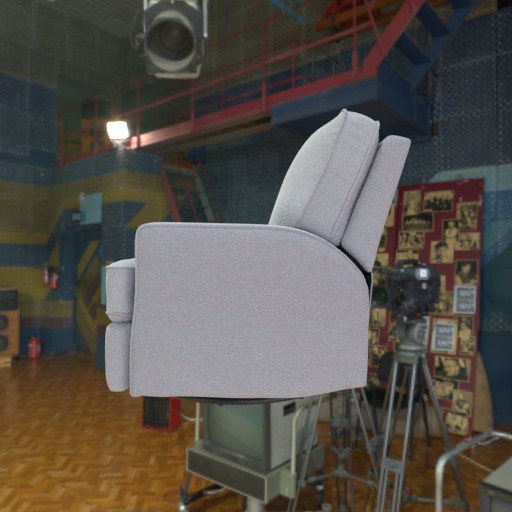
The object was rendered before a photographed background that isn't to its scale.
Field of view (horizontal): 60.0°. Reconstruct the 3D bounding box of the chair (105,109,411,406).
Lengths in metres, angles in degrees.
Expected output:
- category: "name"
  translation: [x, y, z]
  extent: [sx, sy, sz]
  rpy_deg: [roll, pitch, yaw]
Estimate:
- category: "chair"
  translation: [0.000, 0.000, 1.738]
  extent: [0.969, 0.964, 0.861]
  rpy_deg: [0, -1, 0]
